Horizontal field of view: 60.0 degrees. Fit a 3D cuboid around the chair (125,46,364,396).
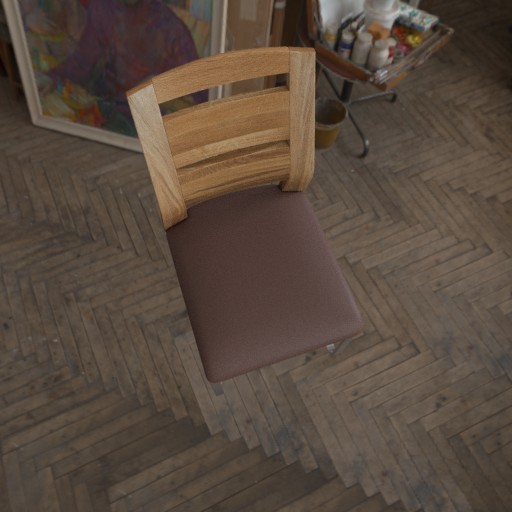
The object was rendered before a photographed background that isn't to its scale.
[{"bbox_3d":[0.000,0.000,1.260,0.460,0.970,0.570,-17,64,-8],"label":"chair"}]
